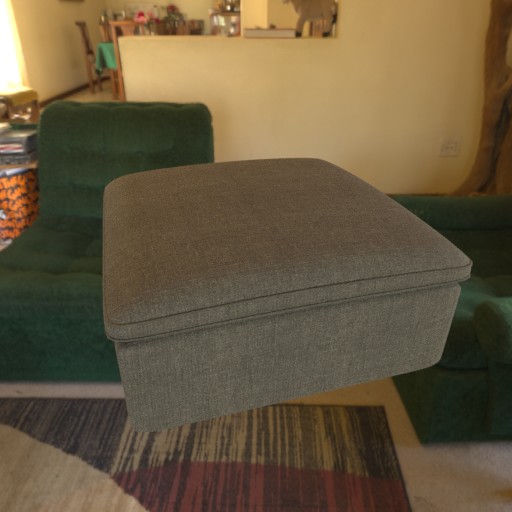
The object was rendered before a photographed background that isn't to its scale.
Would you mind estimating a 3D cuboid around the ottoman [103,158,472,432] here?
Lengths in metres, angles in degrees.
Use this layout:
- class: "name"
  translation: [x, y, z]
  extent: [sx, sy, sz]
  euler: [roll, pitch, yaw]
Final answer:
- class: "ottoman"
  translation: [0.000, 0.000, 1.683]
  extent: [1.067, 0.559, 1.067]
  euler: [-8, 30, -15]
